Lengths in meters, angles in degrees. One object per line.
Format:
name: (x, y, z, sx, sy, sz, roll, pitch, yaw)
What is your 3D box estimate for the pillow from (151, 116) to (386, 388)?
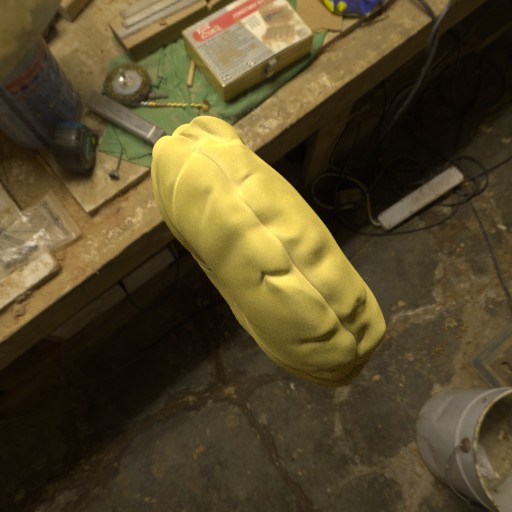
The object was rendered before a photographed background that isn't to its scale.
pillow: (0.000, 0.000, 0.635, 0.148, 0.407, 0.428, -37, 78, -9)
